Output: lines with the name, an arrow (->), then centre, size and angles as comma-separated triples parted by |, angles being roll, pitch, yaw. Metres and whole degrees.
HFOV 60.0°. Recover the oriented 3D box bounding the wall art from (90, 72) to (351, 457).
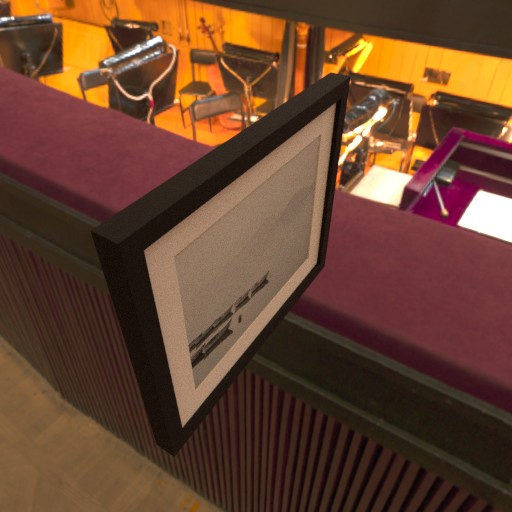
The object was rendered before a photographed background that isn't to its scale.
wall art -> 0.000, 0.000, 0.547 | 0.028, 0.325, 0.397 | 23, 46, 24
